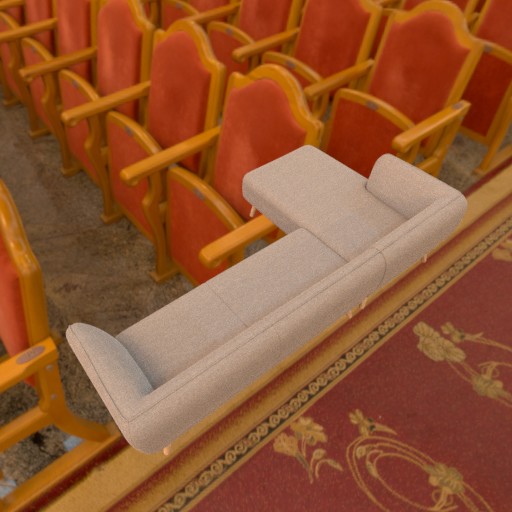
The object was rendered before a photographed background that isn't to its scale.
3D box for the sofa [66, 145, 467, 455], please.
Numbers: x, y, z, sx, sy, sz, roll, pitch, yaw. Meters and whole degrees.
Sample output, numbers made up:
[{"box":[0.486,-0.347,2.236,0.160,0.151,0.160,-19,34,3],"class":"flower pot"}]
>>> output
[{"box":[0.000,0.000,3.146,2.653,0.693,1.532,-30,54,-25],"class":"sofa"}]
